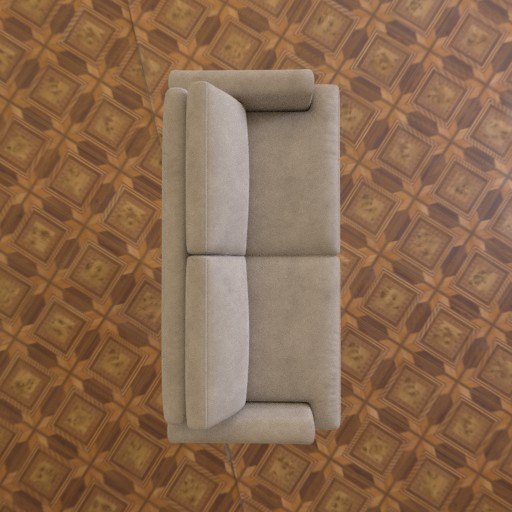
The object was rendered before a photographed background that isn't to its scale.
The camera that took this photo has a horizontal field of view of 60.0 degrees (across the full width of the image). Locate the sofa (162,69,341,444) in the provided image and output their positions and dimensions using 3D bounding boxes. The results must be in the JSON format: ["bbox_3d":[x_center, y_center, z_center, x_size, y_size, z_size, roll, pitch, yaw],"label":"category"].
[{"bbox_3d":[0.000,0.000,2.510,0.980,0.830,2.013,0,89,1],"label":"sofa"}]
